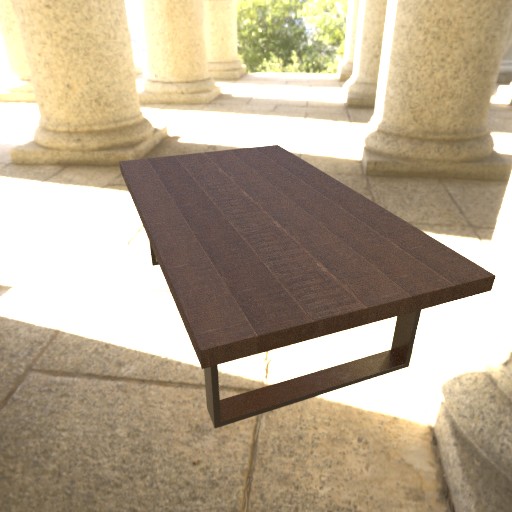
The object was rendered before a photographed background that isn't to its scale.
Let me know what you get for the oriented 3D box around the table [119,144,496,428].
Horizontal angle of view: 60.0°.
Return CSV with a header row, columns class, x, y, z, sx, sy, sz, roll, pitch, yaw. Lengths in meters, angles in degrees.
class,x,y,z,sx,sy,sz,roll,pitch,yaw
table,0.000,0.000,1.706,0.800,0.440,1.400,-11,31,-19
